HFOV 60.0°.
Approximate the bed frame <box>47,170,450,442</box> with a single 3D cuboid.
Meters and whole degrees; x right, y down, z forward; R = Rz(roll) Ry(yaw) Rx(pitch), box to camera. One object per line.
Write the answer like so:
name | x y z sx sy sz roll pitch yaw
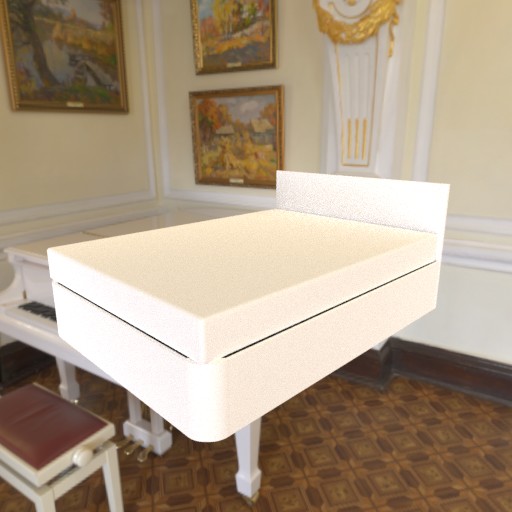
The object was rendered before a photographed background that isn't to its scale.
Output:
bed frame | 0.000 0.000 2.604 1.900 0.800 1.400 -15 22 -43
